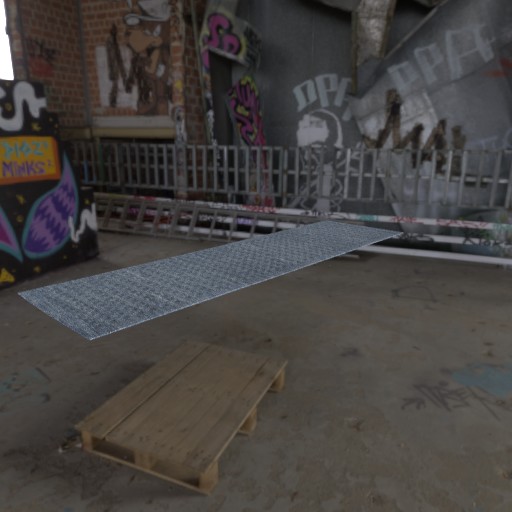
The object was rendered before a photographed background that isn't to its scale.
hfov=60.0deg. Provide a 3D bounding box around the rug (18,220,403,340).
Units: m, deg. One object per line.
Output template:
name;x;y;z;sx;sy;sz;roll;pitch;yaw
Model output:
rug;0.000;0.000;2.646;0.688;0.008;2.443;14;21;42
